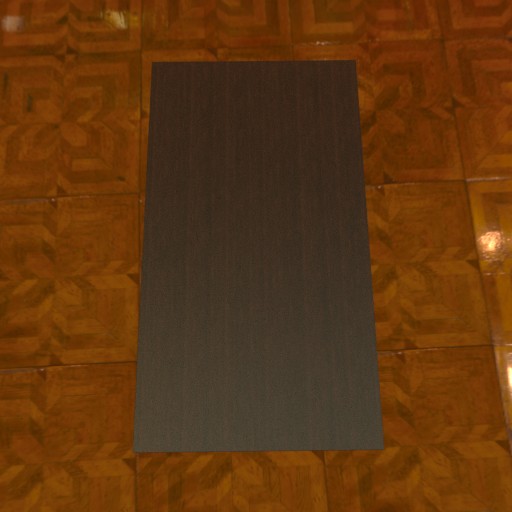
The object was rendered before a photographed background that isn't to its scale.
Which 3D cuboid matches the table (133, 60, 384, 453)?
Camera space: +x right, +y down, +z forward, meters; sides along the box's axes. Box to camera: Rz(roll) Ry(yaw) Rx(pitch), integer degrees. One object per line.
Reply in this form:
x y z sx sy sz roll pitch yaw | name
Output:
0.000 0.000 1.382 0.590 0.460 1.050 -1 77 0 | table
